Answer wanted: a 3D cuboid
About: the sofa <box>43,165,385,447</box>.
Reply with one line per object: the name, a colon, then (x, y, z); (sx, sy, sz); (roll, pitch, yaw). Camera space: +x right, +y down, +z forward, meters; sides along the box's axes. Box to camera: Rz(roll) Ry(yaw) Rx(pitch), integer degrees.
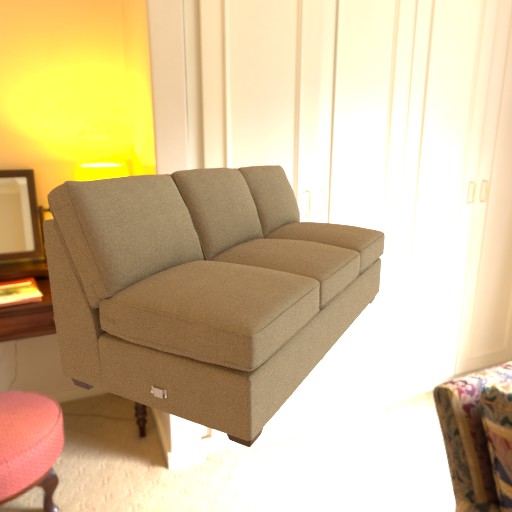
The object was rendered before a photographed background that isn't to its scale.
sofa: (0.000, 0.000, 2.700); (1.127, 1.036, 2.092); (8, 16, 28)
